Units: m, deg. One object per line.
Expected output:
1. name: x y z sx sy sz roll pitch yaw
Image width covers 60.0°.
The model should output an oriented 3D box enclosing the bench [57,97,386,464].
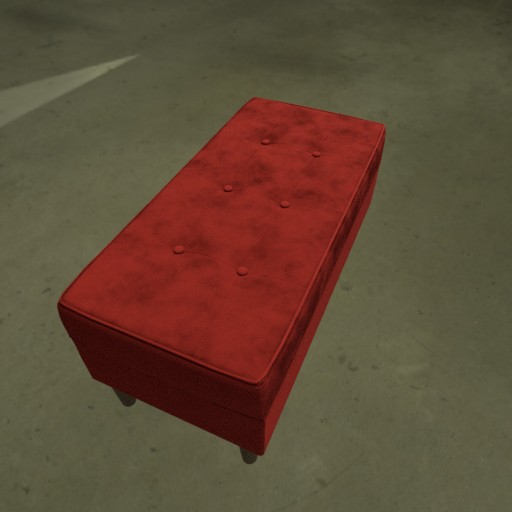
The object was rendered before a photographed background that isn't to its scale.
1. bench: 0.000 0.000 1.320 0.492 0.471 1.016 18 49 17
